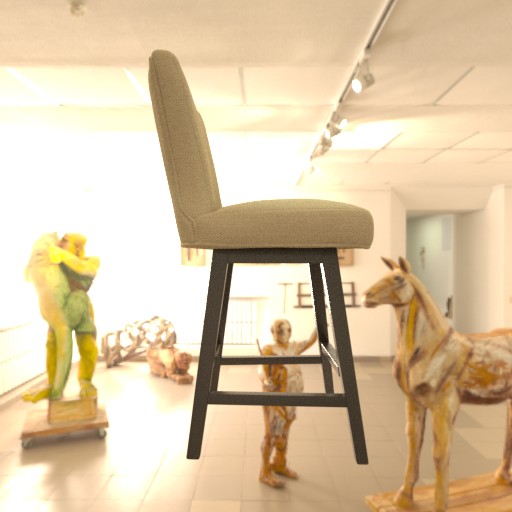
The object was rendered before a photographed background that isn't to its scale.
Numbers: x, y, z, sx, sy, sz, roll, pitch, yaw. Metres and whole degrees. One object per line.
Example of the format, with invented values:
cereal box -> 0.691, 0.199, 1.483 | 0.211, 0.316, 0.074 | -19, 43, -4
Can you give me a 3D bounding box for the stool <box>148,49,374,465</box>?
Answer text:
stool -> 0.000, 0.000, 1.305 | 0.574, 1.000, 0.514 | 0, 0, 0
